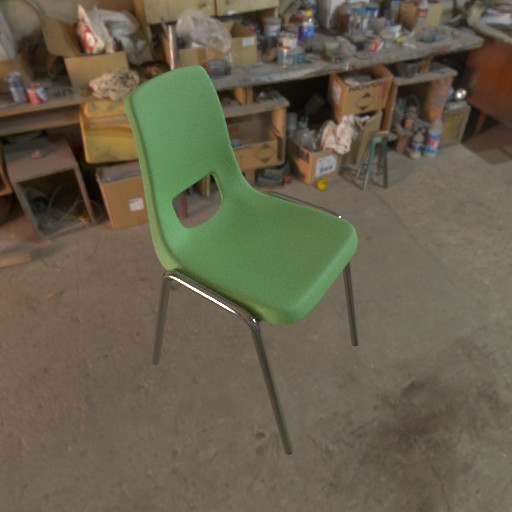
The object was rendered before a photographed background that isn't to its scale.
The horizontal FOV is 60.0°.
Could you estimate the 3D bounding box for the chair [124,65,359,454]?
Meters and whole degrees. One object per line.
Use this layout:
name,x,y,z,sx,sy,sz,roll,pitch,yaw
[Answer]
chair,0.000,0.000,0.970,0.436,0.704,0.381,23,46,25
